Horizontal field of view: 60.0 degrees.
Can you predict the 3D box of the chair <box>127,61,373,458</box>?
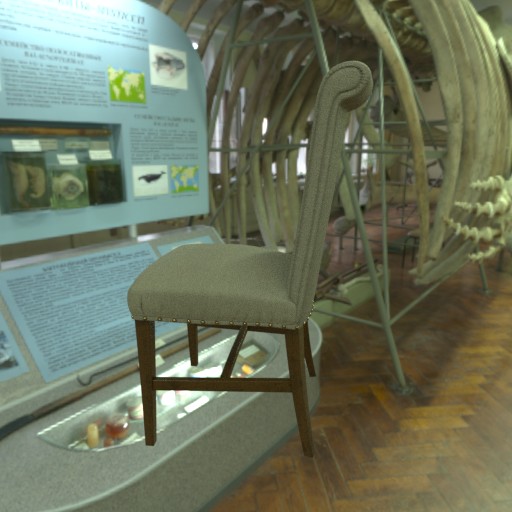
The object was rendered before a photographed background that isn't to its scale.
[{"bbox_3d":[0.000,0.000,1.315,0.608,0.988,0.513,2,14,7],"label":"chair"}]
